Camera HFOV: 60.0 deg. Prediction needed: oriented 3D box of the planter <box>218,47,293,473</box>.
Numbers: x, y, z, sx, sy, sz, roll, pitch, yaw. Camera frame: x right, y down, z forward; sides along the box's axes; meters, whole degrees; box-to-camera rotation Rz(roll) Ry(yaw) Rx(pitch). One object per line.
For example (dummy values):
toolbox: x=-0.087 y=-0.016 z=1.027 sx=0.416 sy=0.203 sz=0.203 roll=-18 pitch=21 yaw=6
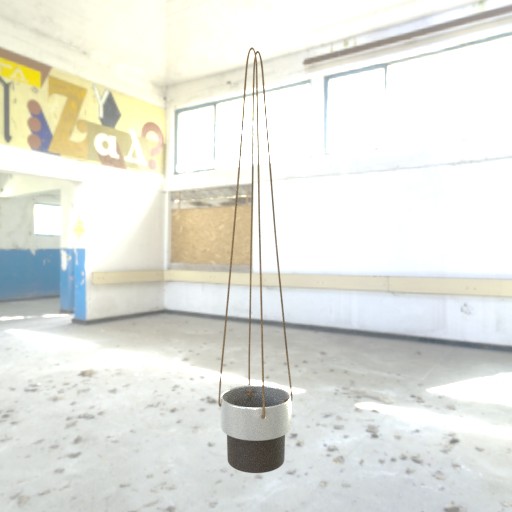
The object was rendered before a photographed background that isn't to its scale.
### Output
planter: x=0.000 y=0.000 z=1.162 sx=0.187 sy=1.073 sz=0.187 roll=1 pitch=1 yaw=34
